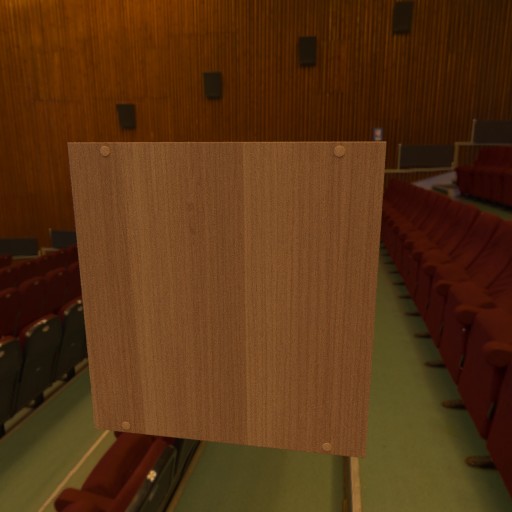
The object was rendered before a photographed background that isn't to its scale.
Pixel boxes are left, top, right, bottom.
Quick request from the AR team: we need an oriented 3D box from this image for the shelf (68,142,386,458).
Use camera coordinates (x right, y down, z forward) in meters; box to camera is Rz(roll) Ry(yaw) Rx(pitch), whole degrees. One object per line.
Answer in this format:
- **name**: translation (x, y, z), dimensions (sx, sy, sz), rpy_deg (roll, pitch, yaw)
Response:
- **shelf**: translation (0.000, 0.000, 0.627), dimensions (0.290, 0.305, 0.415), rpy_deg (2, 14, 9)
